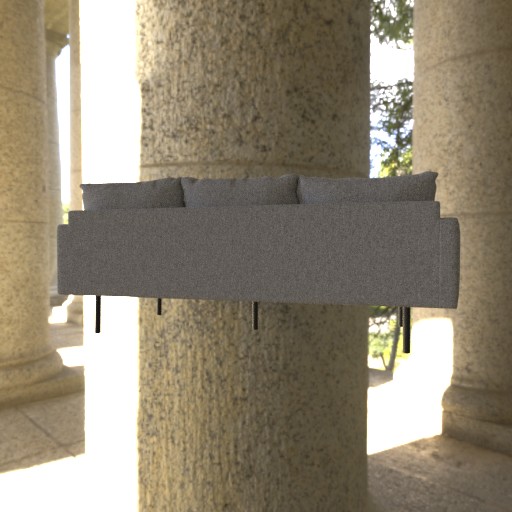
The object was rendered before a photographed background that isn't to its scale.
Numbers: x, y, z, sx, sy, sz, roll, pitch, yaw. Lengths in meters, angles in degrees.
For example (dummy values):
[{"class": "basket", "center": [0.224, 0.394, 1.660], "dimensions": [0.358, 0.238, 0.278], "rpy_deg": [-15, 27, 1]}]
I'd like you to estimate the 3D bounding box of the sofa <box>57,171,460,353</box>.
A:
[{"class": "sofa", "center": [0.000, 0.000, 2.506], "dimensions": [2.000, 0.830, 0.850], "rpy_deg": [0, 1, 16]}]
